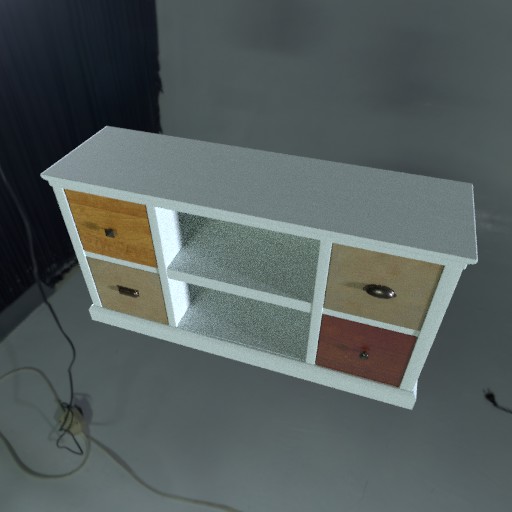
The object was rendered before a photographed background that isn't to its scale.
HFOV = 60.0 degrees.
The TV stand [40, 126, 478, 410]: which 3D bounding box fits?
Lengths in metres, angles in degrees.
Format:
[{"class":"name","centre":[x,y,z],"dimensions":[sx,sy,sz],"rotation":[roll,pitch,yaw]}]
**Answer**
[{"class":"TV stand","centre":[0.000,0.000,1.486],"dimensions":[1.187,0.624,0.424],"rotation":[12,42,14]}]
